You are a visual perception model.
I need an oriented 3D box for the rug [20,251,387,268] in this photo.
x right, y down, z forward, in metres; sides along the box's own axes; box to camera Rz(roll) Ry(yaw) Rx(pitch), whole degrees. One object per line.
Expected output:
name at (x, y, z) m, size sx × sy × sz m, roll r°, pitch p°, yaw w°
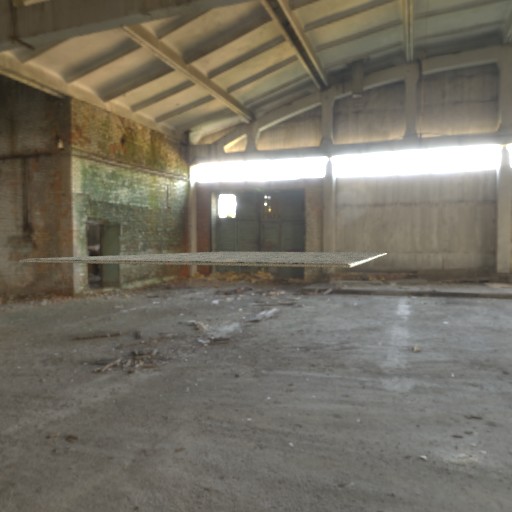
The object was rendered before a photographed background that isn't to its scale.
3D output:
rug at (0.000, 0.000, 2.301) m, size 1.213 × 0.012 × 1.831 m, roll 1°, pitch 2°, yaw 19°
